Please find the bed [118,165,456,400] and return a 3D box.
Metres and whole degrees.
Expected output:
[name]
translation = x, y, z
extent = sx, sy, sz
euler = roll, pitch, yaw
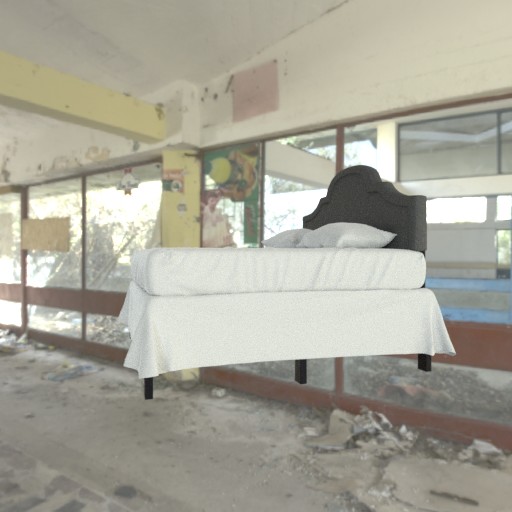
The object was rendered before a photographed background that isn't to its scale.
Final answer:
[bed]
translation = 0.000, 0.000, 3.780
extent = 2.222, 1.631, 2.303
euler = 0, 0, -18
